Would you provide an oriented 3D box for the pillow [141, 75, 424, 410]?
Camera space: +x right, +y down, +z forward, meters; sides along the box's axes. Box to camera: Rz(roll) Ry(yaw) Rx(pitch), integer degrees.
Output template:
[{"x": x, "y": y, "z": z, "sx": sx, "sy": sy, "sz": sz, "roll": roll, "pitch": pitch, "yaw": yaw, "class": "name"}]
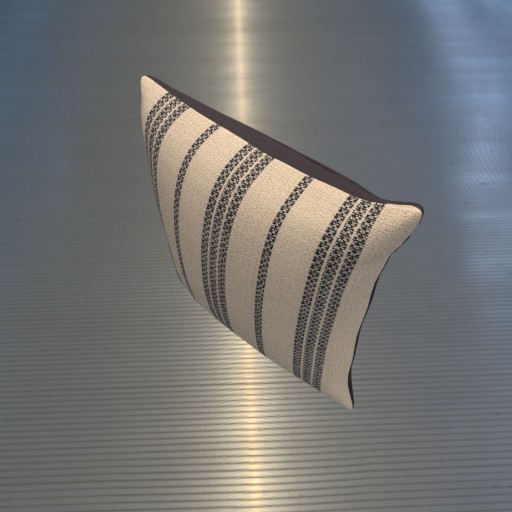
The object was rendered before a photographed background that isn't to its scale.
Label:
[{"x": 0.000, "y": 0.000, "z": 0.632, "sx": 0.405, "sy": 0.406, "sz": 0.173, "roll": 34, "pitch": 55, "yaw": 27, "class": "pillow"}]
